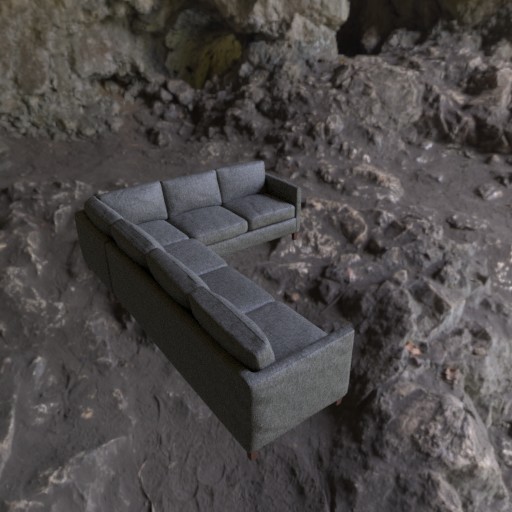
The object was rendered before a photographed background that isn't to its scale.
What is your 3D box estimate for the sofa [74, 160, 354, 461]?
[{"bbox_3d":[0.000,0.000,4.491,2.593,0.947,3.302,-20,34,-32],"label":"sofa"}]
